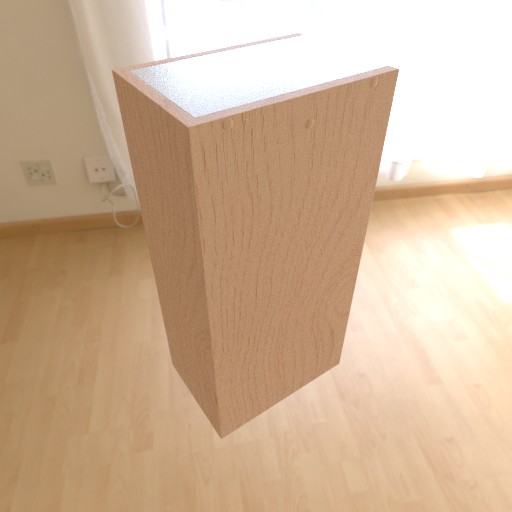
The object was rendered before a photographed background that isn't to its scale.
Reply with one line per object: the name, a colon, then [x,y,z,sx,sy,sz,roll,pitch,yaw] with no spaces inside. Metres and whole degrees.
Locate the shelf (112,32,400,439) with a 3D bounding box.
shelf: [0.000,0.000,0.735,0.290,0.600,0.200,-24,46,-25]
